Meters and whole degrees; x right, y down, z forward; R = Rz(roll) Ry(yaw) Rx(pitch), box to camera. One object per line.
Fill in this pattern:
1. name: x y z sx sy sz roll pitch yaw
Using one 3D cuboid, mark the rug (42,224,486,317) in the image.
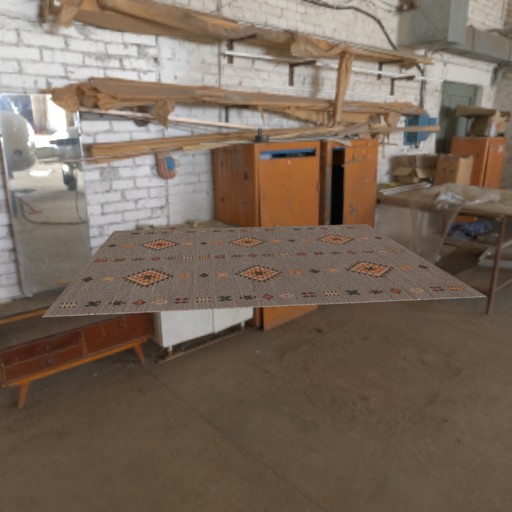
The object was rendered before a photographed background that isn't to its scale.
1. rug: 0.000 0.000 4.158 3.035 0.008 2.425 -2 17 -6
